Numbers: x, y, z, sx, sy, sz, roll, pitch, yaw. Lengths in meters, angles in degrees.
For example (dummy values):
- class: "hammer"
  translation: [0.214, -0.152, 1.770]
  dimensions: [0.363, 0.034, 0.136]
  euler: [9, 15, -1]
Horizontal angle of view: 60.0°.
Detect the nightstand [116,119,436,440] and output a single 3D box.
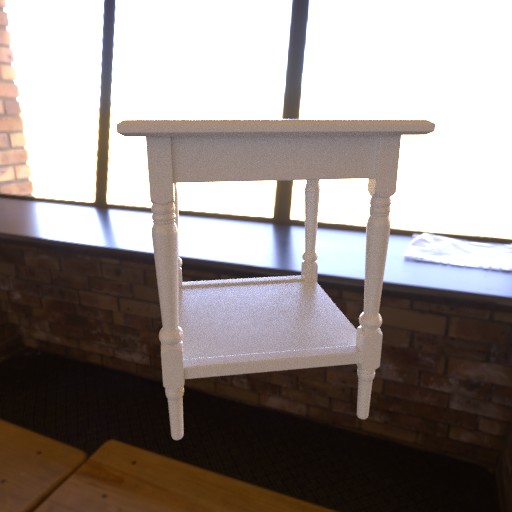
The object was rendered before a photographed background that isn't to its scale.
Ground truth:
- class: "nightstand"
  translation: [0.000, 0.000, 0.941]
  dimensions: [0.459, 0.555, 0.505]
  euler: [-3, 17, -9]
